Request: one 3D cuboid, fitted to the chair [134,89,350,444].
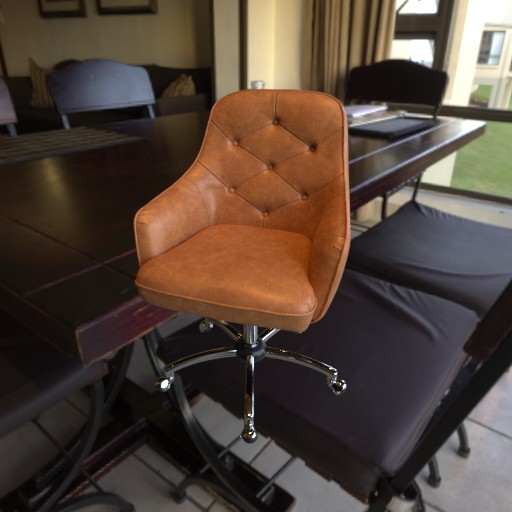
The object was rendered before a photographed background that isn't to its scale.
[{"bbox_3d":[0.000,0.000,1.357,0.628,0.909,0.615,9,27,17],"label":"chair"}]
